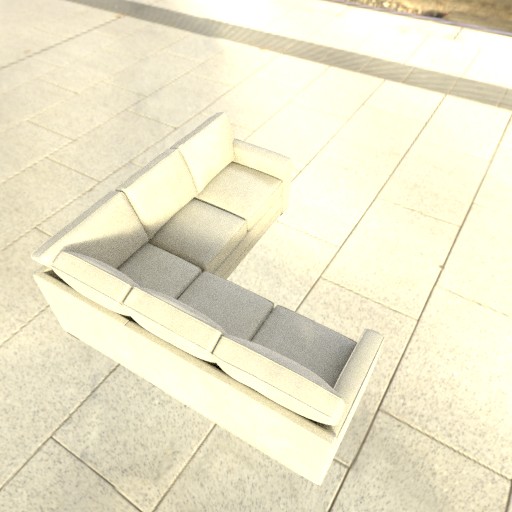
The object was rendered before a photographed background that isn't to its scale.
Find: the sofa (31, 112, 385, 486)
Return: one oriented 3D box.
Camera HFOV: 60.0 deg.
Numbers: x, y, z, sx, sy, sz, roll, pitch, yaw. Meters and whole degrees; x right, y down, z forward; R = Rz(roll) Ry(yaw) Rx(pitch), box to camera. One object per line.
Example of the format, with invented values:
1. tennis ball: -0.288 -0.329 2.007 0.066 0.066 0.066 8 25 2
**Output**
1. sofa: 0.000 0.000 3.368 2.188 0.936 2.211 23 51 20
